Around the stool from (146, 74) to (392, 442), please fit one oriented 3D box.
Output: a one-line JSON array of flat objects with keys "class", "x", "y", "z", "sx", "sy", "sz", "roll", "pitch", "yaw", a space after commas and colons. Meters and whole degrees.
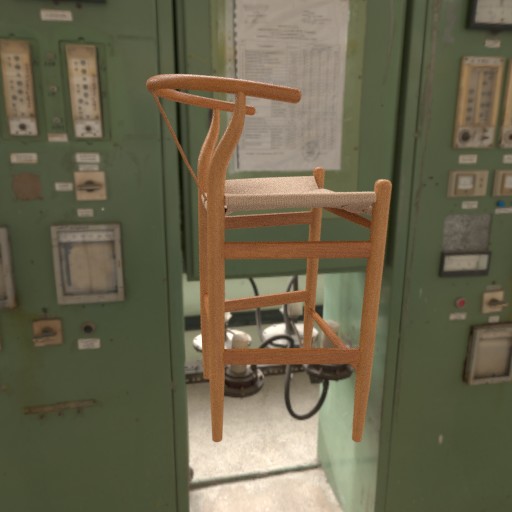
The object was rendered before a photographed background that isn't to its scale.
[{"class": "stool", "x": 0.000, "y": 0.000, "z": 1.320, "sx": 0.579, "sy": 0.970, "sz": 0.569, "roll": -3, "pitch": 15, "yaw": -10}]
